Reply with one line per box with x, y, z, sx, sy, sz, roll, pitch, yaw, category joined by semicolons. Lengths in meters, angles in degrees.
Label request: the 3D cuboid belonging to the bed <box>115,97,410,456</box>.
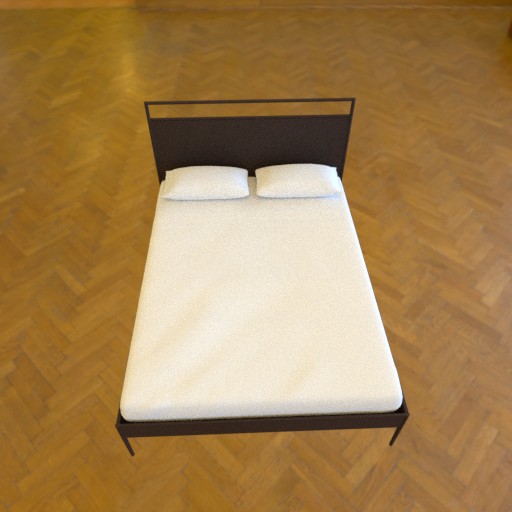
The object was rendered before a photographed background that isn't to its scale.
0.000;0.000;2.970;1.572;1.173;2.122;-2;46;-2;bed
